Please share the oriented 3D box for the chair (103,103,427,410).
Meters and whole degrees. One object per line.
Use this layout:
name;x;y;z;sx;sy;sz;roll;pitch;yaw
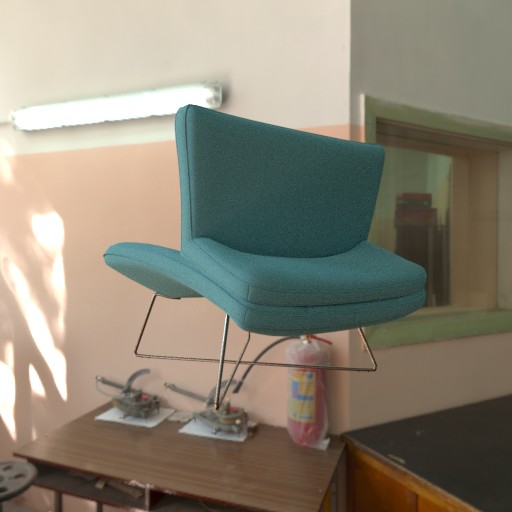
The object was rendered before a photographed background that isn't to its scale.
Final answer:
chair;0.000;0.000;1.657;0.859;0.855;1.008;-1;1;-36
